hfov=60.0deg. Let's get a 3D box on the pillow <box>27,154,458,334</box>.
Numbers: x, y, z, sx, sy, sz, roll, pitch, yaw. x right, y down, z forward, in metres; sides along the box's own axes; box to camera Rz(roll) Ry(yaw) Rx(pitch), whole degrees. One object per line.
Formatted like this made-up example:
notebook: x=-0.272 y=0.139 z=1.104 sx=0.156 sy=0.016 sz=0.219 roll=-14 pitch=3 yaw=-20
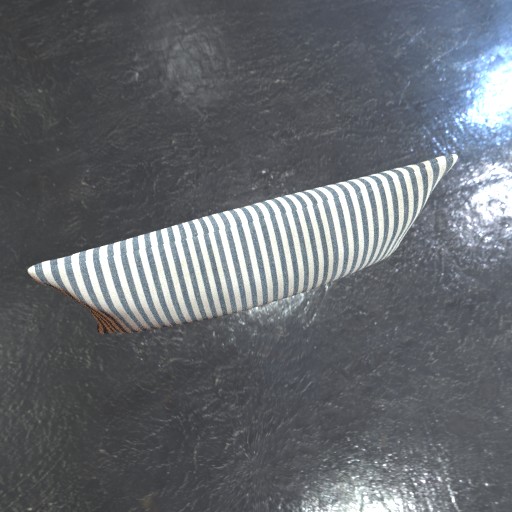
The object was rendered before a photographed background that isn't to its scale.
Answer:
pillow: x=0.000 y=0.000 z=0.736 sx=0.617 sy=0.295 sz=0.151 roll=-16 pitch=65 yaw=-7
